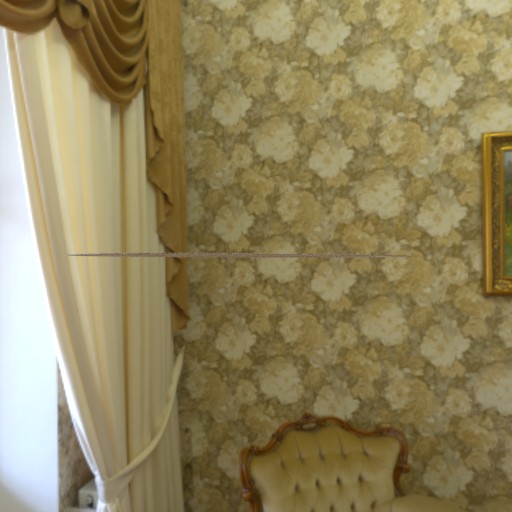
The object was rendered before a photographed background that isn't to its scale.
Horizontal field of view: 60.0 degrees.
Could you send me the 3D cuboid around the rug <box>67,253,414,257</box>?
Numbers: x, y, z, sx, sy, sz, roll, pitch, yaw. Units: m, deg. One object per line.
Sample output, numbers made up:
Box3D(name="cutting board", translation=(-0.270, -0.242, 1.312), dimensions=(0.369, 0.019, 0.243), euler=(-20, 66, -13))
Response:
Box3D(name="rug", translation=(0.000, 0.000, 3.087), dimensions=(2.432, 0.006, 1.520), euler=(0, -1, -34))
